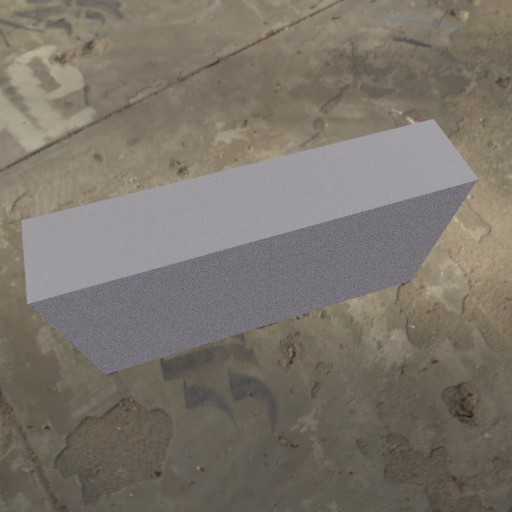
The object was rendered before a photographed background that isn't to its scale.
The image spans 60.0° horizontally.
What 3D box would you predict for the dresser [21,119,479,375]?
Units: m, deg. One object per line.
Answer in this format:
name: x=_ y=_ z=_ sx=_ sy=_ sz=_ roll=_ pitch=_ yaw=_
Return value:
dresser: x=0.000 y=0.000 z=1.856 sx=1.535 sy=0.790 sz=0.333 roll=-16 pitch=61 yaw=-9
